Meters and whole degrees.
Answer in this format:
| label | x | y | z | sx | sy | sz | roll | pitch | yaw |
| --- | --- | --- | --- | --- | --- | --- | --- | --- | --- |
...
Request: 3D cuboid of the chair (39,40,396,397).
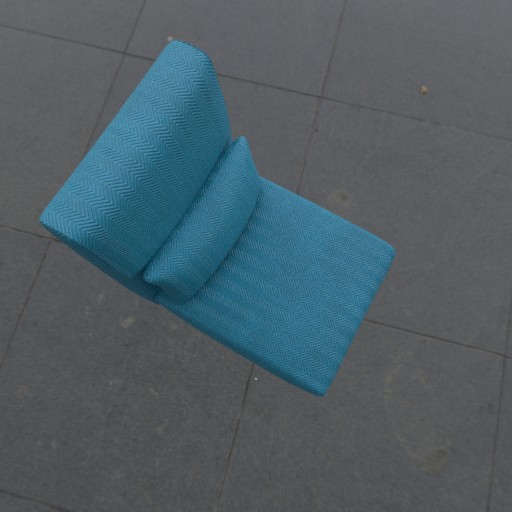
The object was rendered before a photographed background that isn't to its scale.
| label | x | y | z | sx | sy | sz | roll | pitch | yaw |
| --- | --- | --- | --- | --- | --- | --- | --- | --- | --- |
| chair | 0.000 | 0.000 | 1.411 | 0.808 | 0.927 | 0.579 | 29 | 76 | 8 |
